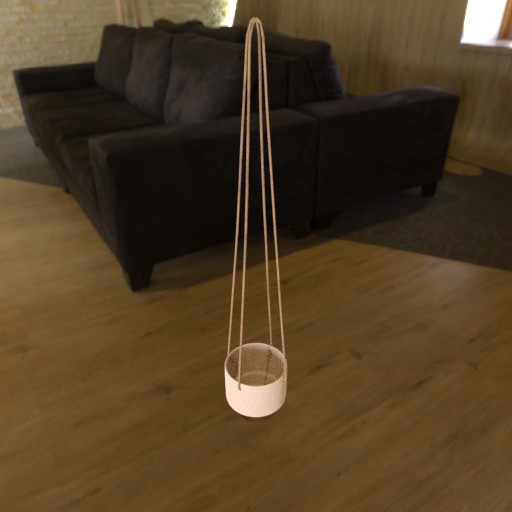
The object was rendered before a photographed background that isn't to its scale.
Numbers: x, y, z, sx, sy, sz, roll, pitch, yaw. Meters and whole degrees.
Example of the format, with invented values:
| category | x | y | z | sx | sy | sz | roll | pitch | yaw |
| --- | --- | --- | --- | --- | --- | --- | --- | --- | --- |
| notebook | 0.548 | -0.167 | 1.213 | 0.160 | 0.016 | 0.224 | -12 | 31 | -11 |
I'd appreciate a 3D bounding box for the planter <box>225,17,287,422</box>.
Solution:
| category | x | y | z | sx | sy | sz | roll | pitch | yaw |
| --- | --- | --- | --- | --- | --- | --- | --- | --- | --- |
| planter | 0.000 | 0.000 | 0.886 | 0.146 | 0.841 | 0.146 | -8 | 31 | -13 |
